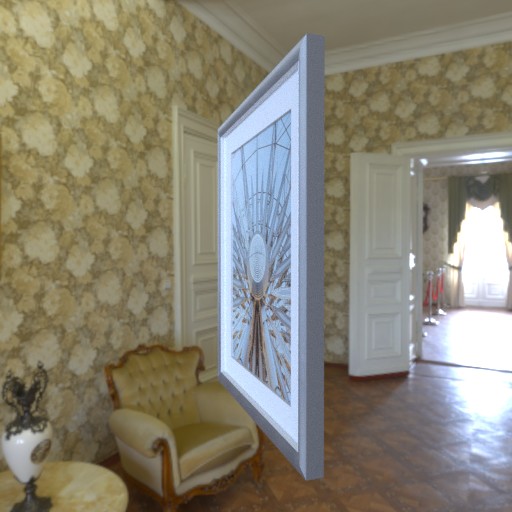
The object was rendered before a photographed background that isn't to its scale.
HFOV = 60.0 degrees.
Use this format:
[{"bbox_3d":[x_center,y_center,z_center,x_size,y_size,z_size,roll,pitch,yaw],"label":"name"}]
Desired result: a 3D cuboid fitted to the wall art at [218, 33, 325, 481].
[{"bbox_3d":[0.000,0.000,0.772,0.029,0.558,0.458,0,1,-19],"label":"wall art"}]
